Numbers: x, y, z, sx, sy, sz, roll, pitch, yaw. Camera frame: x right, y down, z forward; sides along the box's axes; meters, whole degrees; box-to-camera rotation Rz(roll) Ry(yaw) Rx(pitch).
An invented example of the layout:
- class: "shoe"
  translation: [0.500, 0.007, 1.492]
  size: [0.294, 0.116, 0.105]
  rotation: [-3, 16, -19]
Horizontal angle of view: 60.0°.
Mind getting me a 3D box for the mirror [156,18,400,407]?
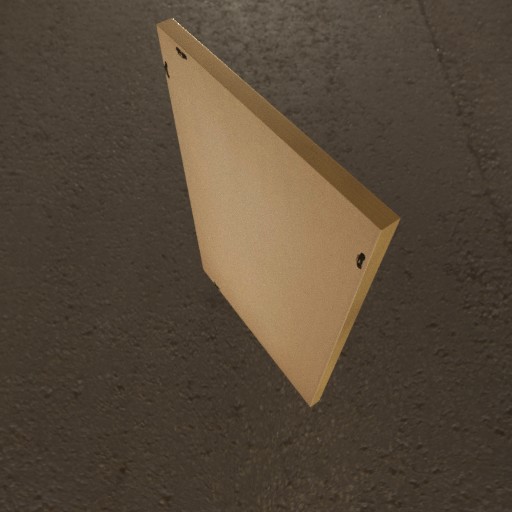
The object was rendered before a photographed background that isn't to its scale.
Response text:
- class: "mirror"
  translation: [0.000, 0.000, 1.110]
  size: [0.041, 0.915, 0.609]
  rotation: [-32, 62, -19]
